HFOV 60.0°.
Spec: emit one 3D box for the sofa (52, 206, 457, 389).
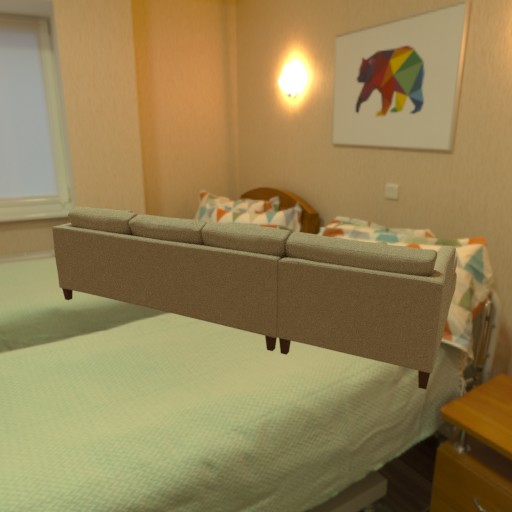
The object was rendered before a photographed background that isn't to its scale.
[{"bbox_3d":[0.000,0.000,3.903,3.186,0.846,1.625,8,18,26],"label":"sofa"}]
